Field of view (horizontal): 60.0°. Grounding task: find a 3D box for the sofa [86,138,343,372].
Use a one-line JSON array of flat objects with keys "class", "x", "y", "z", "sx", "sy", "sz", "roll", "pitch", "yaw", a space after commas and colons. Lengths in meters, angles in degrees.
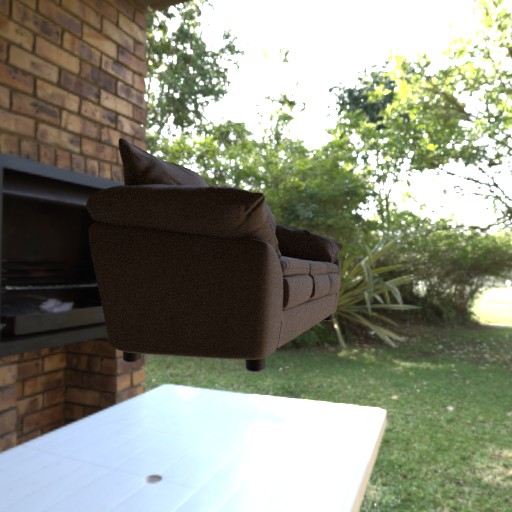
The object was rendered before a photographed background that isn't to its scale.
[{"class": "sofa", "x": 0.000, "y": 0.000, "z": 2.937, "sx": 0.927, "sy": 1.043, "sz": 2.390, "roll": -1, "pitch": -2, "yaw": 18}]
